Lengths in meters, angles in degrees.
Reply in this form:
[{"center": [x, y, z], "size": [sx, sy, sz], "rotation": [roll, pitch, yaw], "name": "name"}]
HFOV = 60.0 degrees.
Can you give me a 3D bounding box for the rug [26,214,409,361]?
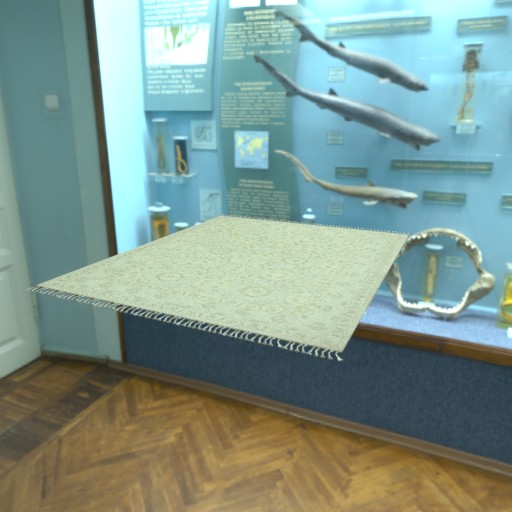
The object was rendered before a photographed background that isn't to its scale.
[{"center": [0.000, 0.000, 4.142], "size": [2.444, 0.013, 3.043], "rotation": [8, 19, 24], "name": "rug"}]
